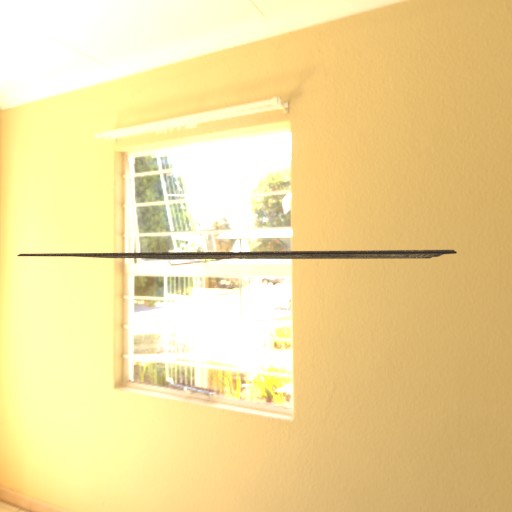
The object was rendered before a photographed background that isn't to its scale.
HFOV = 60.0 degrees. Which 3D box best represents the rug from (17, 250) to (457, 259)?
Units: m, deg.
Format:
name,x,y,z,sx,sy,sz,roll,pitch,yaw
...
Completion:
name,x,y,z,sx,sy,sz,roll,pitch,yaw
rug,0.000,0.000,4.692,3.612,0.035,2.716,0,-1,18
